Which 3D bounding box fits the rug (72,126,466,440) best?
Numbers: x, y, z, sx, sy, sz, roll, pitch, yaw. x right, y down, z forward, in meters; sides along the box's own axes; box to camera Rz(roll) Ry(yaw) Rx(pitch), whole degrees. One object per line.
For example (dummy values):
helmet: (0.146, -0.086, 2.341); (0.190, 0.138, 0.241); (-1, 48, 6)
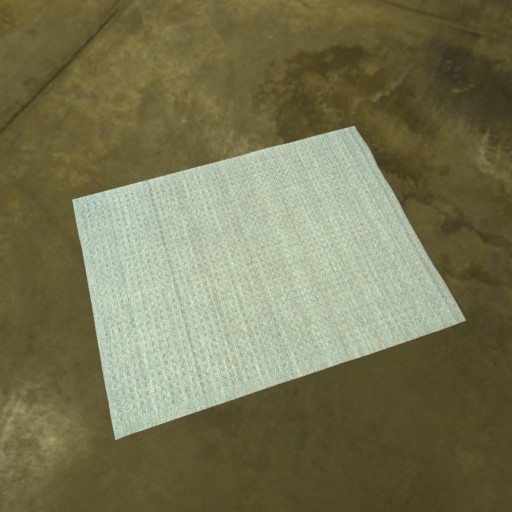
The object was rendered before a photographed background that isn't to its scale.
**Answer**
rug: (0.000, 0.000, 4.300); (3.200, 0.007, 2.443); (-16, 65, -8)
